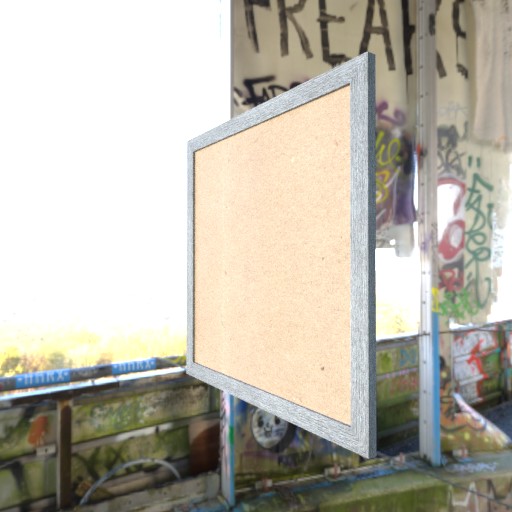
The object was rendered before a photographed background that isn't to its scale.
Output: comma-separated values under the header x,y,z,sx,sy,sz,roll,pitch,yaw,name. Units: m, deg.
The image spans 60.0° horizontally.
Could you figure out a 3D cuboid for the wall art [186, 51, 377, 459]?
x,y,z,sx,sy,sz,roll,pitch,yaw,name
0.000,0.000,1.030,0.020,0.685,0.685,0,-1,-35,wall art
